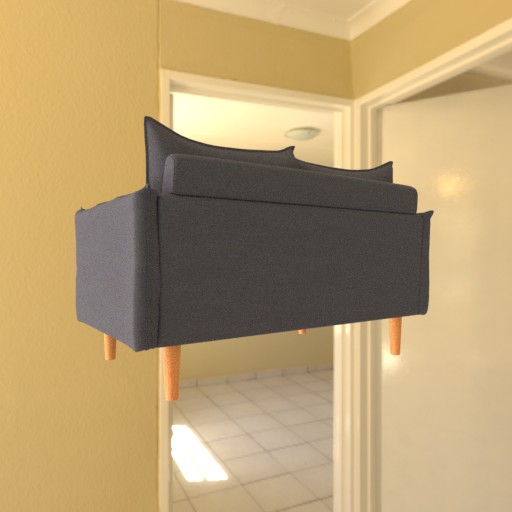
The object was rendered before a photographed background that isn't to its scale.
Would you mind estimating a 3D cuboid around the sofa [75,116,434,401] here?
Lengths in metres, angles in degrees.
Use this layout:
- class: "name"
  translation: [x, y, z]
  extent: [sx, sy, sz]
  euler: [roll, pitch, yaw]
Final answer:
- class: "sofa"
  translation: [0.000, 0.000, 1.845]
  extent: [1.300, 0.840, 0.820]
  euler: [0, 0, -35]
